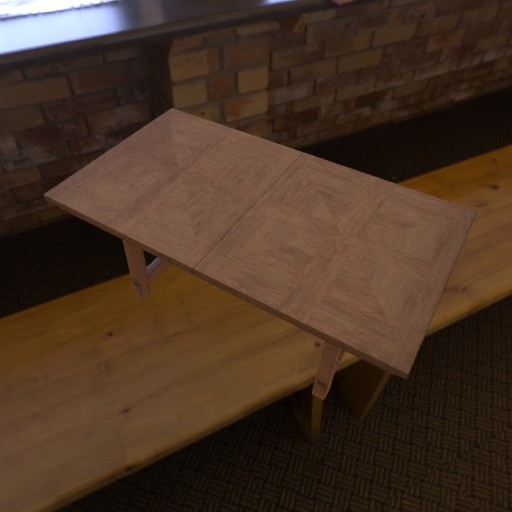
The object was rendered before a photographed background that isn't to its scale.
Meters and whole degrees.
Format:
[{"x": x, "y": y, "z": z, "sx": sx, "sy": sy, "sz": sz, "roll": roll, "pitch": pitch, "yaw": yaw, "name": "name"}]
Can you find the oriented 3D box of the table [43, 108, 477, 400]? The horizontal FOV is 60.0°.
[{"x": 0.000, "y": 0.000, "z": 2.461, "sx": 1.881, "sy": 0.768, "sz": 1.016, "roll": 24, "pitch": 52, "yaw": 21, "name": "table"}]
